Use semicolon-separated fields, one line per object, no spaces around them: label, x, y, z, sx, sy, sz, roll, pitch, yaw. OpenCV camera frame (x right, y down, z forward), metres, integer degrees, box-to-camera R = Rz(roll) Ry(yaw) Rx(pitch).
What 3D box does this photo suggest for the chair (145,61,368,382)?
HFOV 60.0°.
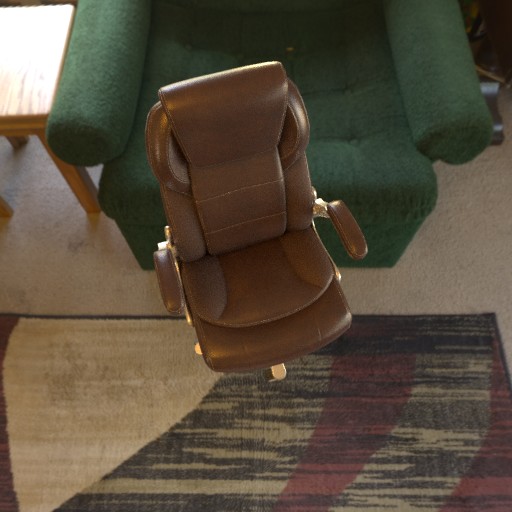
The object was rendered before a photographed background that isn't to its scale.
chair;0.000;0.000;1.693;0.733;1.160;0.774;-16;65;-8
